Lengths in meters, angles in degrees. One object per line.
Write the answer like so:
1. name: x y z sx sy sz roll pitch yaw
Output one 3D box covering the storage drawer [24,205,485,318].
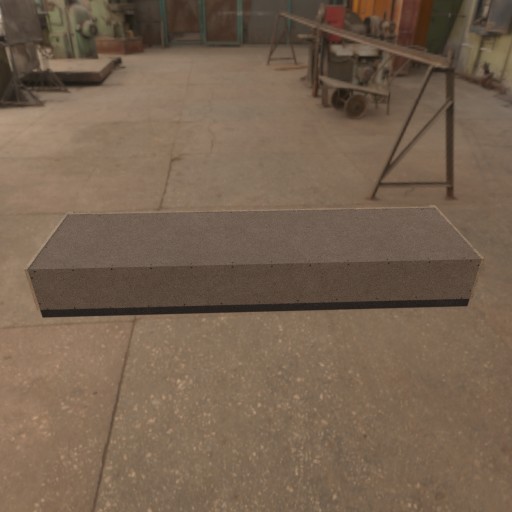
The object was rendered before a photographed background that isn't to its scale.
1. storage drawer: 0.000 0.000 2.315 2.072 0.274 0.591 -1 31 -2
